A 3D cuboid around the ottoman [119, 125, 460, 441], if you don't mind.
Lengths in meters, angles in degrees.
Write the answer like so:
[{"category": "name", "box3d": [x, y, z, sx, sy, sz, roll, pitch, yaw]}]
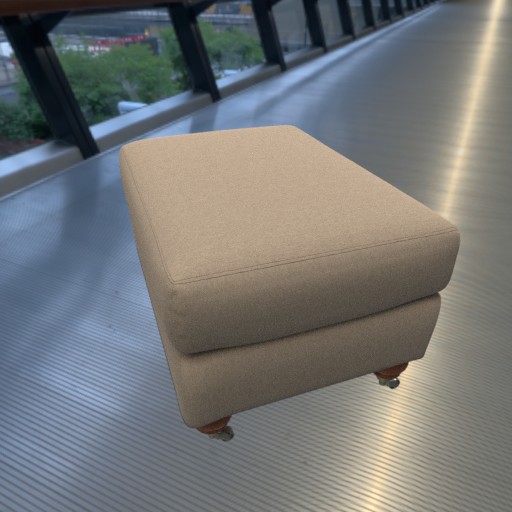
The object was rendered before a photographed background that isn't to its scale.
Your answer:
[{"category": "ottoman", "box3d": [0.000, 0.000, 1.133, 0.574, 0.497, 0.773, -11, 33, -17]}]
